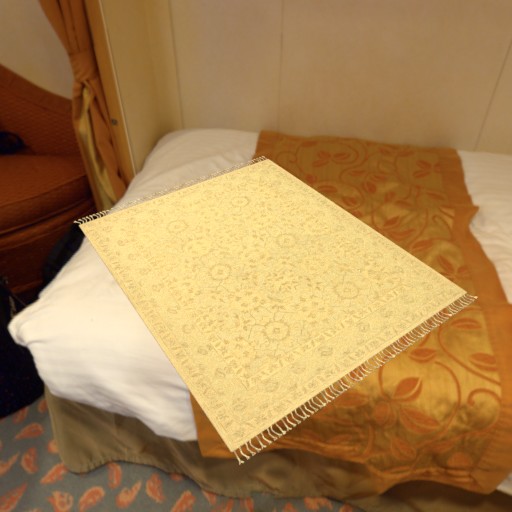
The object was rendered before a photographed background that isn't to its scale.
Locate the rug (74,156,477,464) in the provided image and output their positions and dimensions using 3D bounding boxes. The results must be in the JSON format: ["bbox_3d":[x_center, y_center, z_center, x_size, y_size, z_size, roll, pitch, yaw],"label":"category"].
[{"bbox_3d":[0.000,0.000,4.128,2.444,0.013,3.043,-25,47,-26],"label":"rug"}]
